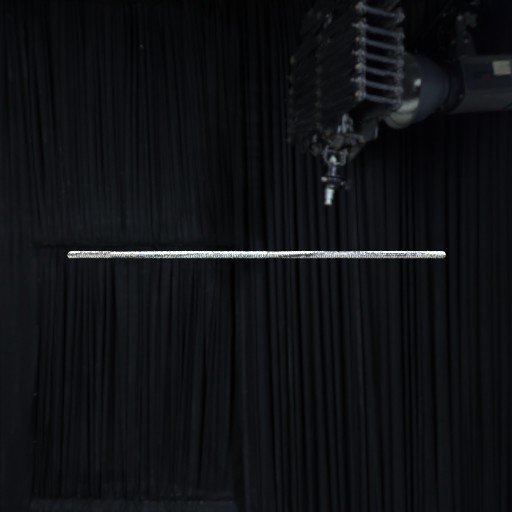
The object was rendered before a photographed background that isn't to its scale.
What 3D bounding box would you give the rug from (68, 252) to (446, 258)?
[{"bbox_3d":[0.000,0.000,2.361,1.238,0.020,1.847,0,0,0],"label":"rug"}]
